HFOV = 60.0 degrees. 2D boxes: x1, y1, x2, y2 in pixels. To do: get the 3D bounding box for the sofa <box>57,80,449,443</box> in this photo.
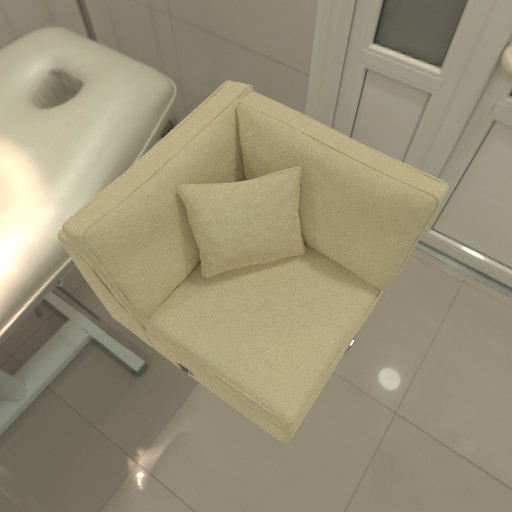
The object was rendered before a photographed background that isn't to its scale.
[{"bbox_3d":[0.000,0.000,1.989,1.146,1.002,1.084,31,64,17],"label":"sofa"}]
